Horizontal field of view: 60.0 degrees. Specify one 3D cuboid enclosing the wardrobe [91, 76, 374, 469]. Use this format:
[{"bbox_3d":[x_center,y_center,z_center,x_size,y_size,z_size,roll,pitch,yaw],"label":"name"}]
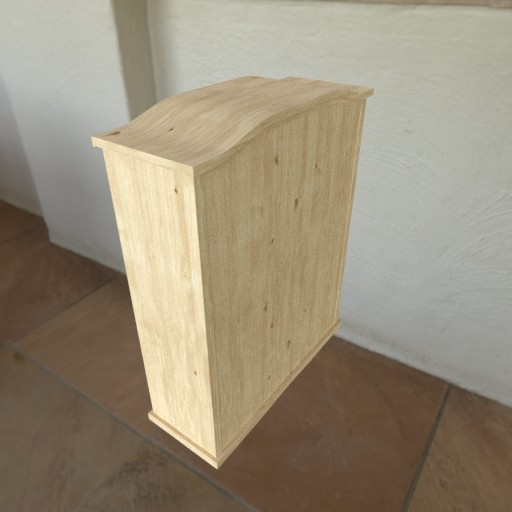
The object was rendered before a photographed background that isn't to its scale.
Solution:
[{"bbox_3d":[0.000,0.000,2.636,0.570,1.870,1.500,22,39,30],"label":"wardrobe"}]
